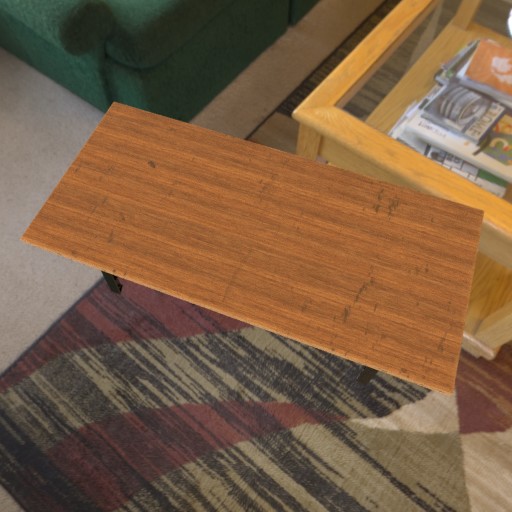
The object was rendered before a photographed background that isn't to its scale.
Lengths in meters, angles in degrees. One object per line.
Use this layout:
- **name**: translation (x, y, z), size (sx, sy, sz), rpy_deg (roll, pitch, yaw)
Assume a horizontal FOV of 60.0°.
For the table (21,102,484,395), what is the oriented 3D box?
- **table**: translation (0.000, 0.000, 2.638), size (2.200, 0.757, 1.000), rpy_deg (19, 66, 9)
